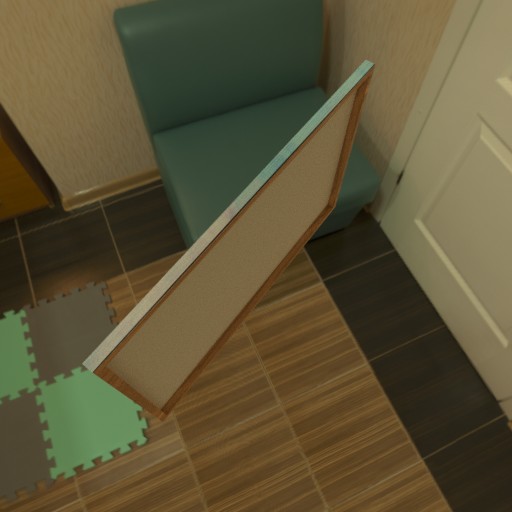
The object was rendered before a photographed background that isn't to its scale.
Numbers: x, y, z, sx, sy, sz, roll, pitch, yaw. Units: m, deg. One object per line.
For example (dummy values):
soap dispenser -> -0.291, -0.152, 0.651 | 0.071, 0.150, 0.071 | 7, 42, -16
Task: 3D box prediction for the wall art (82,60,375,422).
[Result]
wall art -> 0.000, 0.000, 0.767 | 0.018, 0.402, 0.604 | 34, 67, 16
